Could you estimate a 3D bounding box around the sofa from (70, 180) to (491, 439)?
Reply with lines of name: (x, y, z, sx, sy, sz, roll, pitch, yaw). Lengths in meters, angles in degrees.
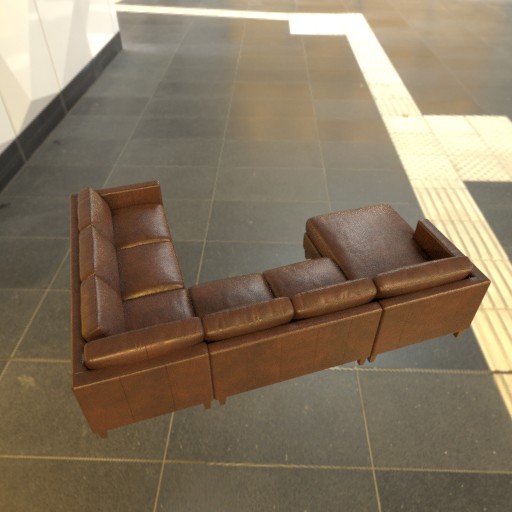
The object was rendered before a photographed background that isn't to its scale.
sofa: (0.000, 0.000, 4.346, 3.324, 0.891, 2.452, -12, 42, -13)
